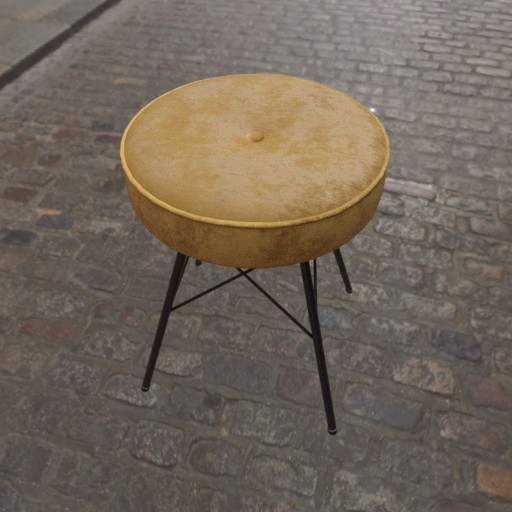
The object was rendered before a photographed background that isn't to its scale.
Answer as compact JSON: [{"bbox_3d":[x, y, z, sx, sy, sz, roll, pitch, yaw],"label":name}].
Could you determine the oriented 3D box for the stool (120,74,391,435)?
[{"bbox_3d":[0.000,0.000,0.912,0.472,0.595,0.438,11,49,10],"label":"stool"}]
